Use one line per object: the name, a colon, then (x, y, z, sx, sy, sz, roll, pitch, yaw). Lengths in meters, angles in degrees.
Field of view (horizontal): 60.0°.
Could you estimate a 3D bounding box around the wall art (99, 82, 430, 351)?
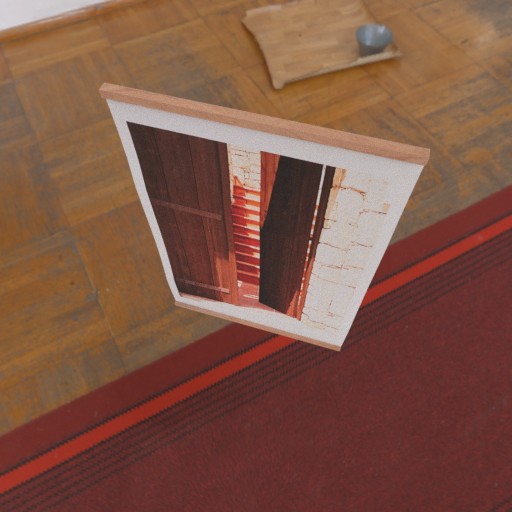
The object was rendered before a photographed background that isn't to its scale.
wall art: (0.000, 0.000, 0.647, 0.332, 0.508, 0.012, 14, 59, 9)
